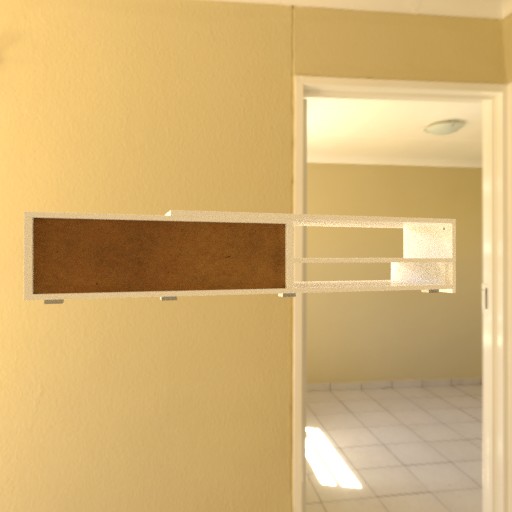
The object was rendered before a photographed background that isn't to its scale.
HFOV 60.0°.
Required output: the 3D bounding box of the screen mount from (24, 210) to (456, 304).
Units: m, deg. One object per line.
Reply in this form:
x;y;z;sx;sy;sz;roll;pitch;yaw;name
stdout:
0.000;0.000;1.861;1.680;0.320;0.420;0;0;-18;screen mount
